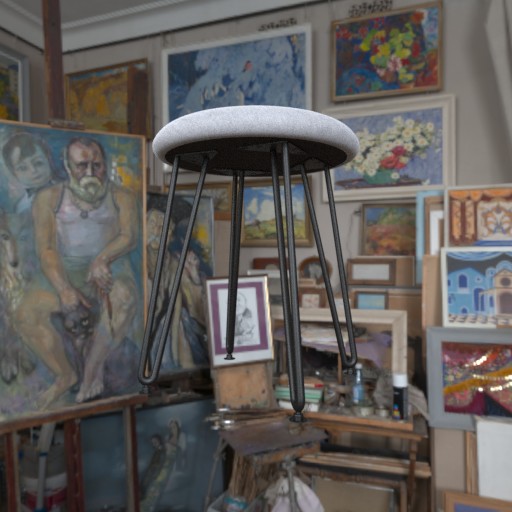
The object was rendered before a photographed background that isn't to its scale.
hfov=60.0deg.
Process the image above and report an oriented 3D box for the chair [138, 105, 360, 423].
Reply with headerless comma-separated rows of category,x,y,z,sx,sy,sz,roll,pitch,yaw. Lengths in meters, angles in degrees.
chair,0.000,0.000,0.677,0.350,0.386,0.350,0,0,-18
